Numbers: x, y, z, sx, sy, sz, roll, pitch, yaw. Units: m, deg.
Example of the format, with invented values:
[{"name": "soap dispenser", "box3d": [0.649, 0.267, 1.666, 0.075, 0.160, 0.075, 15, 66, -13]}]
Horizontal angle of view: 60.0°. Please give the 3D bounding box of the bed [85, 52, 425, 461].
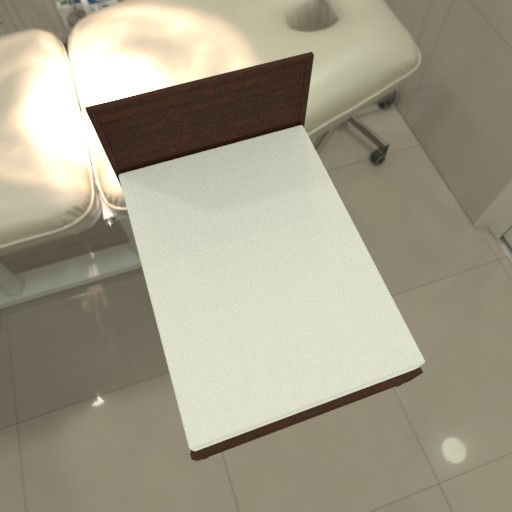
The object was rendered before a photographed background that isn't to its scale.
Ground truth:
[{"name": "bed", "box3d": [0.000, 0.000, 3.116, 1.600, 1.270, 2.184, -17, 65, -8]}]
